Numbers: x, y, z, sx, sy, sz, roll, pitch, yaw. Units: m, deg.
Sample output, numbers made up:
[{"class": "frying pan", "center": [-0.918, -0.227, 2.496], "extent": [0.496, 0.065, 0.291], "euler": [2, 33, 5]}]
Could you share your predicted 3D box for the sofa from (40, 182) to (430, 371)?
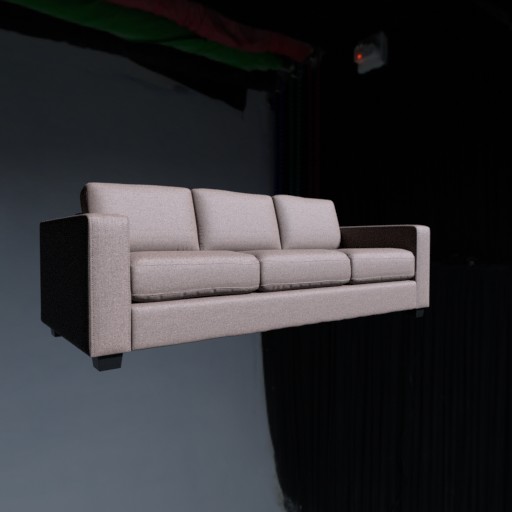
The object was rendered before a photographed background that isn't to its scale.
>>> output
[{"class": "sofa", "center": [0.000, 0.000, 2.585], "extent": [2.160, 0.806, 0.900], "euler": [-1, 2, -36]}]
